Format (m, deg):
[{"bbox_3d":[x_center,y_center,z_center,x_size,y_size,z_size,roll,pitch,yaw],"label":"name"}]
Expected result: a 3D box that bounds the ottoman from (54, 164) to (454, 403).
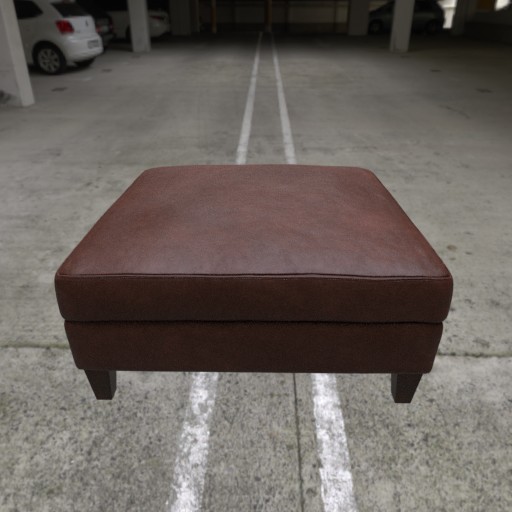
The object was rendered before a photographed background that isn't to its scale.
[{"bbox_3d":[0.000,0.000,1.313,0.844,0.415,0.836,0,27,1],"label":"ottoman"}]
